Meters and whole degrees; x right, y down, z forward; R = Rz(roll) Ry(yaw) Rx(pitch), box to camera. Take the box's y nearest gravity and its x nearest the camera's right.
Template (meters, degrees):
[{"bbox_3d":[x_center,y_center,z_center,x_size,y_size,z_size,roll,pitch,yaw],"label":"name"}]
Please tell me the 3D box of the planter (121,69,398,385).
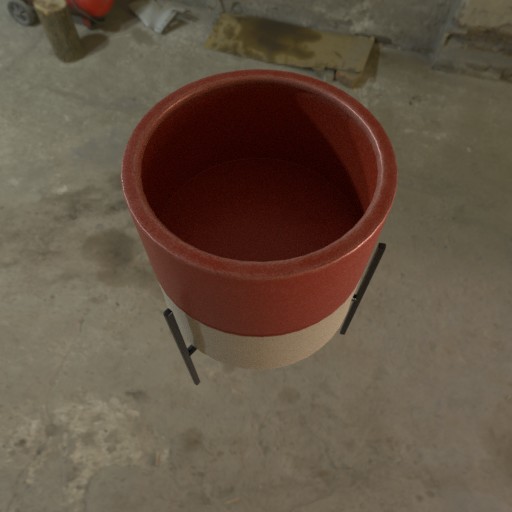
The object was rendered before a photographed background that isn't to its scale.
[{"bbox_3d":[0.000,0.000,0.530,0.235,0.354,0.251,-17,61,-10],"label":"planter"}]
